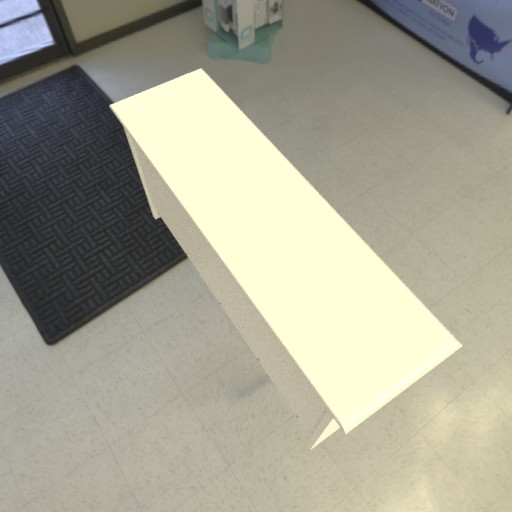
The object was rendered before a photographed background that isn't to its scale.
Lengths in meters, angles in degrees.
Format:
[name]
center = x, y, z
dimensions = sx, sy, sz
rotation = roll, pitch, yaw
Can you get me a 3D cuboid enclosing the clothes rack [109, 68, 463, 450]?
[clothes rack]
center = 0.000, 0.000, 1.362
dimensions = 0.324, 0.531, 1.120
rotation = -29, 63, -17
